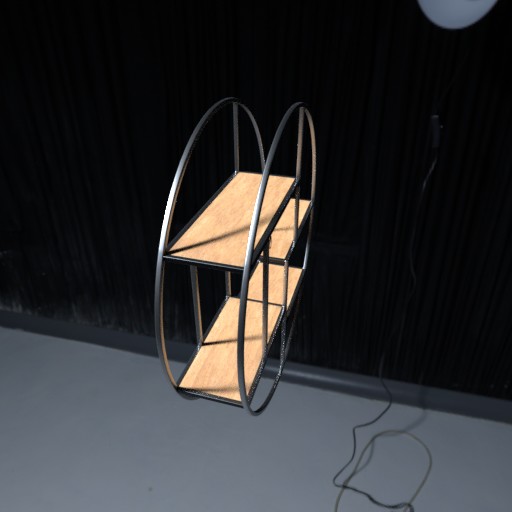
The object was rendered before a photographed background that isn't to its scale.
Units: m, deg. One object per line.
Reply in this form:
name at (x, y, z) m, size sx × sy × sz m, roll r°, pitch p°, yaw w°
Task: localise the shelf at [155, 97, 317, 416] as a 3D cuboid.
shelf at (0.000, 0.000, 1.335) m, size 0.202 × 0.888 × 0.888 m, roll 9°, pitch 33°, yaw 14°
